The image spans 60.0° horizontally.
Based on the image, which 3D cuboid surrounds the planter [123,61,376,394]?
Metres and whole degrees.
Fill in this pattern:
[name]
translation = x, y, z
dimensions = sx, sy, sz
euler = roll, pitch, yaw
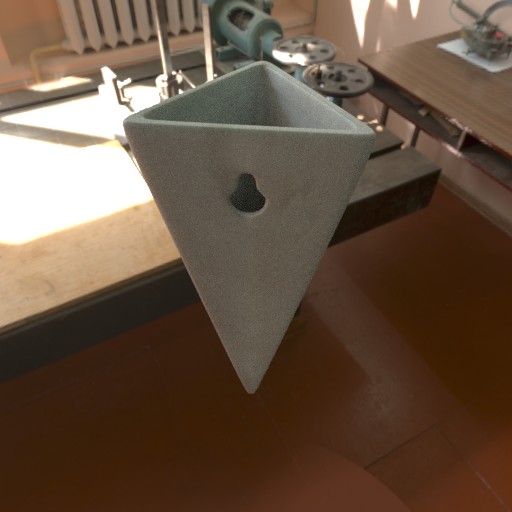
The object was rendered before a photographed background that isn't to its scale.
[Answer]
[planter]
translation = 0.000, 0.000, 0.280
dimensions = 0.101, 0.224, 0.081
euler = 4, 47, 4
